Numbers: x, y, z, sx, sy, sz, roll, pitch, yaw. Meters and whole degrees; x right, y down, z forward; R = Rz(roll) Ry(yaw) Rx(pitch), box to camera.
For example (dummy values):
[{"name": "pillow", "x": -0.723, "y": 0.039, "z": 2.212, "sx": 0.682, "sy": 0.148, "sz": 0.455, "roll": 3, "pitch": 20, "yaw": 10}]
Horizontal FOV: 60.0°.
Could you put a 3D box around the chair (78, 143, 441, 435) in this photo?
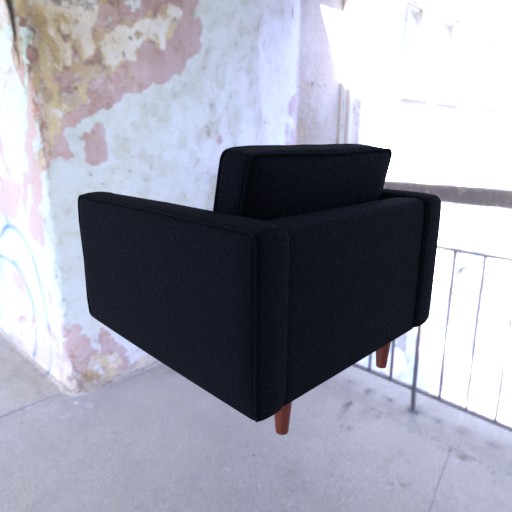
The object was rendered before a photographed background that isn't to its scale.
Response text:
[{"name": "chair", "x": 0.000, "y": 0.000, "z": 1.566, "sx": 0.899, "sy": 0.770, "sz": 0.920, "roll": -14, "pitch": 21, "yaw": -42}]
